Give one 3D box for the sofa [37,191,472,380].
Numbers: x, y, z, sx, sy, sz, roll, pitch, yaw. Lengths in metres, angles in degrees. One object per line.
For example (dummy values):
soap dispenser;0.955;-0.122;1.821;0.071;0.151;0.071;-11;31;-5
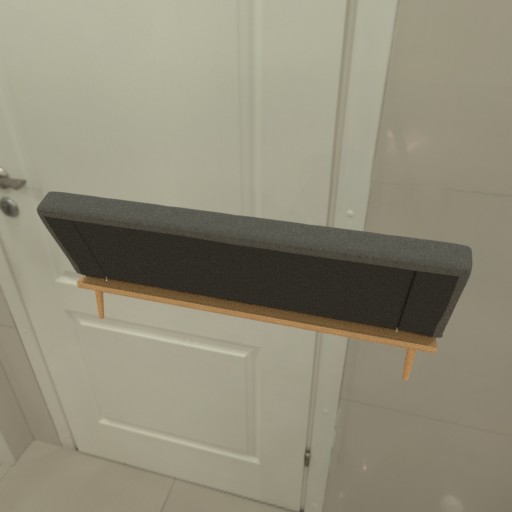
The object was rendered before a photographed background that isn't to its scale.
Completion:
sofa;0.000;0.000;2.246;1.820;0.770;0.820;9;34;13
